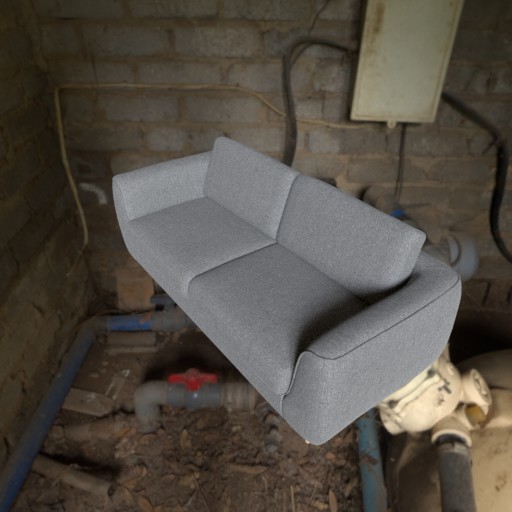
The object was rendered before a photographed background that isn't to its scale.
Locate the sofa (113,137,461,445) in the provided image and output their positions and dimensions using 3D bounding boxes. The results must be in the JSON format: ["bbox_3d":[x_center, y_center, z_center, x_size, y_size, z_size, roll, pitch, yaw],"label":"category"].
[{"bbox_3d":[0.000,0.000,2.442,0.920,0.870,2.000,-22,39,-30],"label":"sofa"}]
